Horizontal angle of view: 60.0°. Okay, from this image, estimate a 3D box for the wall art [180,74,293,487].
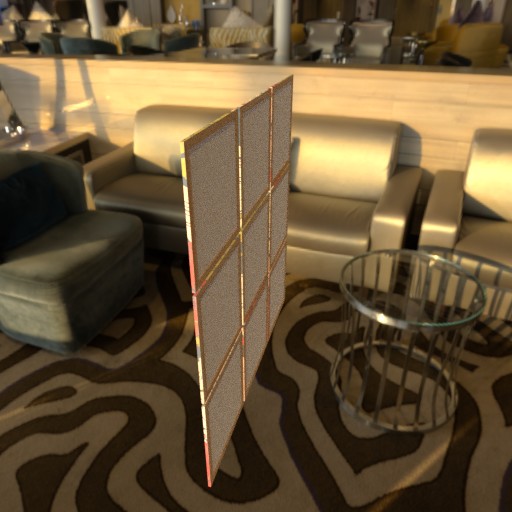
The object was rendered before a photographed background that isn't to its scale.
[{"bbox_3d":[0.000,0.000,2.238,0.013,1.534,1.519,8,30,14],"label":"wall art"}]
